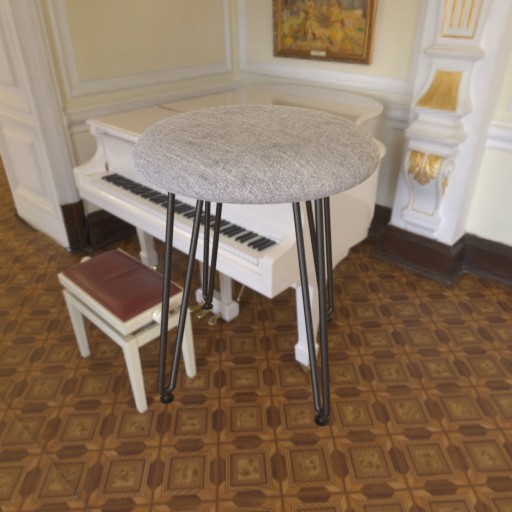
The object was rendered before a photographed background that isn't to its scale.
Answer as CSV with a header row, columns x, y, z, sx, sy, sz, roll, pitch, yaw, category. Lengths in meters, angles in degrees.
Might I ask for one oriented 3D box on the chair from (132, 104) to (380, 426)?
x,y,z,sx,sy,sz,roll,pitch,yaw,category
0.000,0.000,0.648,0.350,0.386,0.350,-20,36,-30,chair
